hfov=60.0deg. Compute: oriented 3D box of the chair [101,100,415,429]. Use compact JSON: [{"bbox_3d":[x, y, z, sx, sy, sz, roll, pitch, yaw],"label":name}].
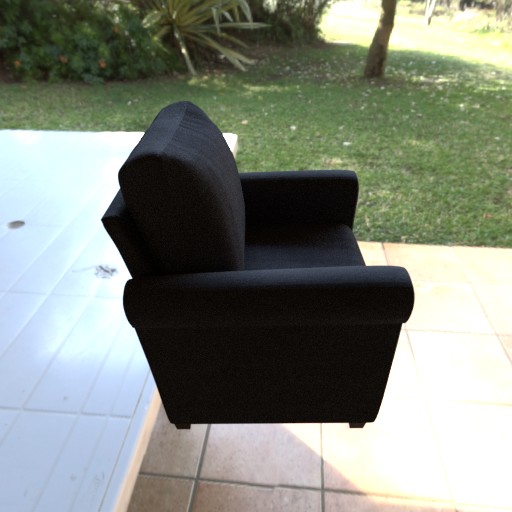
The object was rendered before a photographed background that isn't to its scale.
[{"bbox_3d":[0.000,0.000,1.572,0.828,0.942,0.867,0,32,0],"label":"chair"}]
